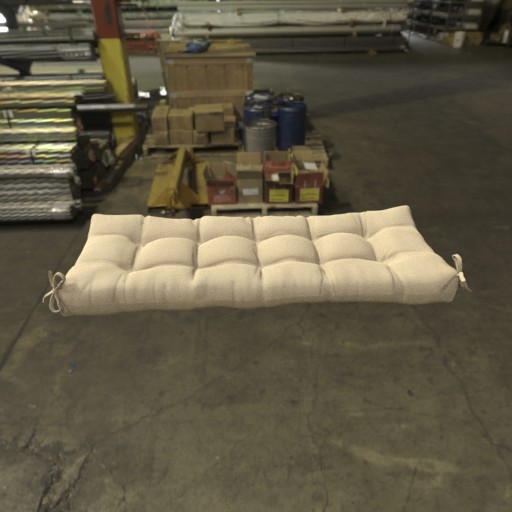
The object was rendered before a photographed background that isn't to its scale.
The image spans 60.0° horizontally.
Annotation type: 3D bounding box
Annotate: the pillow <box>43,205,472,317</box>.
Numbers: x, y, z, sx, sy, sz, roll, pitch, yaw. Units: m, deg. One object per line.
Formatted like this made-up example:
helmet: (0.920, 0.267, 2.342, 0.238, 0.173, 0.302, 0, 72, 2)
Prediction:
pillow: (0.000, 0.000, 1.372, 1.194, 0.174, 0.511, -2, 32, -3)
